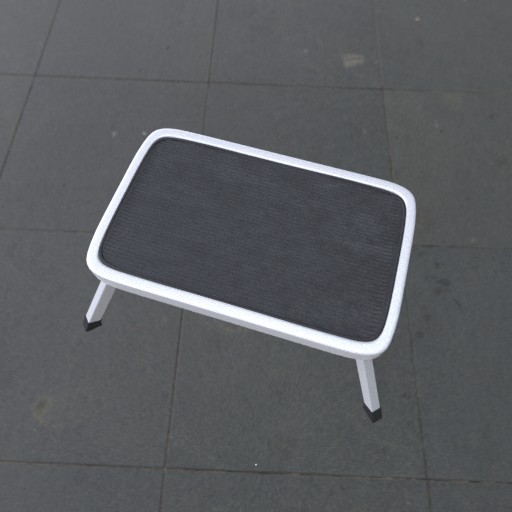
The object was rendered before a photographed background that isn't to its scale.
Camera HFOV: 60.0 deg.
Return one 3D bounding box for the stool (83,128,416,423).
[{"bbox_3d":[0.000,0.000,0.633,0.460,0.170,0.320,16,66,7],"label":"stool"}]
